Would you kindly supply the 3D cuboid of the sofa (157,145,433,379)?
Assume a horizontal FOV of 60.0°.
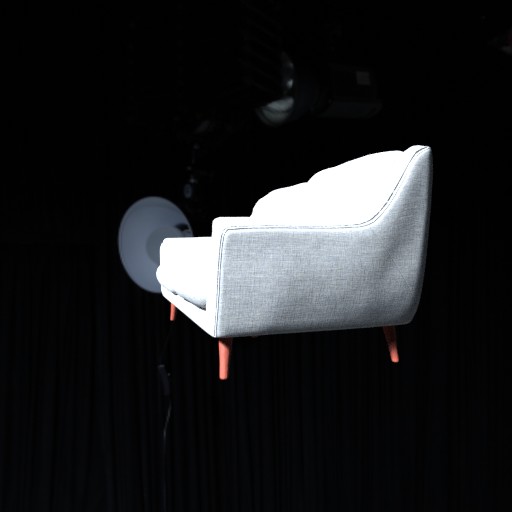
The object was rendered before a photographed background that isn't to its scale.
[{"bbox_3d":[0.000,0.000,2.452,0.976,0.897,1.930,0,0,-17],"label":"sofa"}]
